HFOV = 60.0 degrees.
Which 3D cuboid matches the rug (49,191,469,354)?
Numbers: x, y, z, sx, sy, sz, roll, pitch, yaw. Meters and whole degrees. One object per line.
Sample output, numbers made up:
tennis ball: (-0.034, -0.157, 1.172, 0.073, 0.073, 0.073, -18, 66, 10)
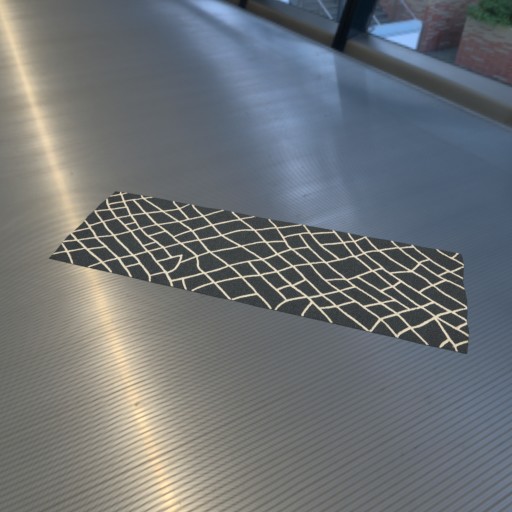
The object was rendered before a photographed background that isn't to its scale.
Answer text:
rug: (0.000, 0.000, 2.759, 2.476, 0.010, 0.807, 11, 42, 13)
